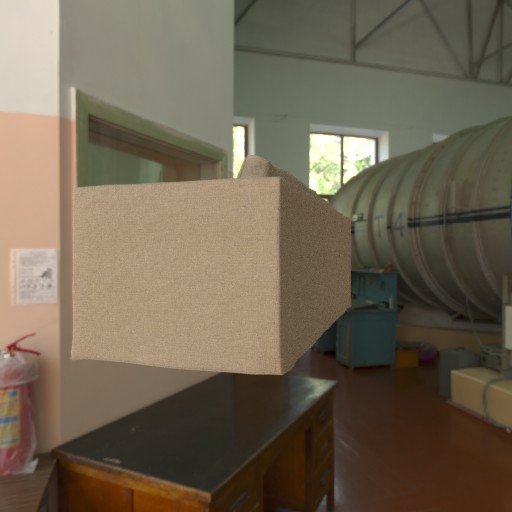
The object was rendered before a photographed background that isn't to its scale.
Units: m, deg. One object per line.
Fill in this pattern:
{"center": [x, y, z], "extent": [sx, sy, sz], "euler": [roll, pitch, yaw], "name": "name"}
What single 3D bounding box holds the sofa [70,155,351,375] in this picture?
{"center": [0.000, 0.000, 2.790], "extent": [0.956, 0.847, 2.296], "euler": [0, 1, 18], "name": "sofa"}
